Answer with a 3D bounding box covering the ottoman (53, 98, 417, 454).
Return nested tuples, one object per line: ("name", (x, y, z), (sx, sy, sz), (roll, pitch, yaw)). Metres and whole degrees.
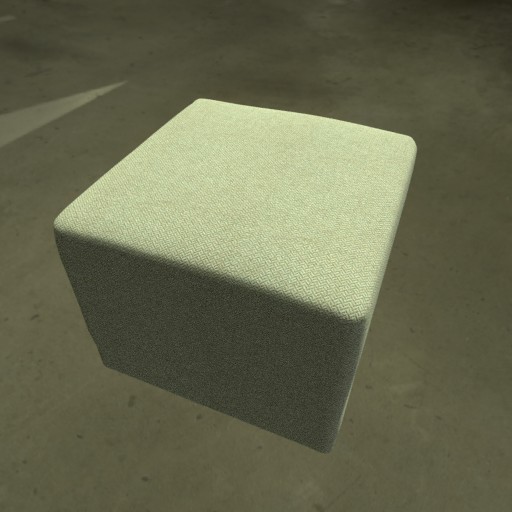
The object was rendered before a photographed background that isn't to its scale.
("ottoman", (0.000, 0.000, 0.921), (0.512, 0.453, 0.521), (16, 45, 16))
